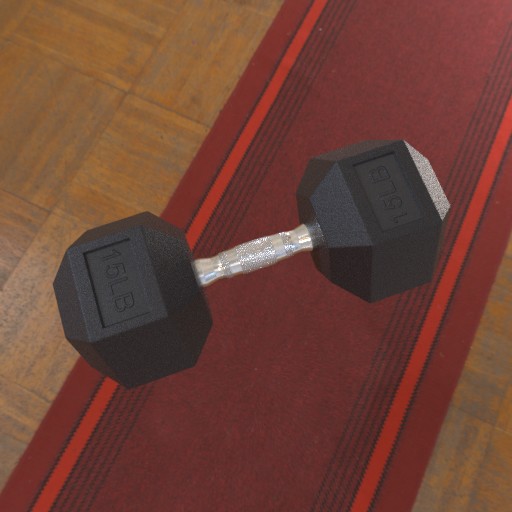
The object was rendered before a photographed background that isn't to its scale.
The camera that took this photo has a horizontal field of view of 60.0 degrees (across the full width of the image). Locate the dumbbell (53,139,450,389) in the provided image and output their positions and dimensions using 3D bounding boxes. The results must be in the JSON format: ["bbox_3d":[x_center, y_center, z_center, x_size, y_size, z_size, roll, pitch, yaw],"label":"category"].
[{"bbox_3d":[0.000,0.000,0.330,0.271,0.106,0.122,-19,76,-5],"label":"dumbbell"}]
